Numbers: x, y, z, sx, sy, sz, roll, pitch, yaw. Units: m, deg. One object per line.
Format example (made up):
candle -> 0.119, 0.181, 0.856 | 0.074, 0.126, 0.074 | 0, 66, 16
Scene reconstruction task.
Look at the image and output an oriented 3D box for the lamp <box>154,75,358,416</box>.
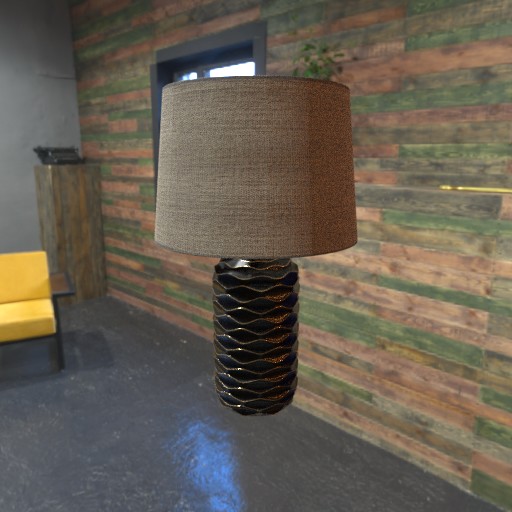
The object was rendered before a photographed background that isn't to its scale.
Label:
lamp -> 0.000, 0.000, 0.847 | 0.376, 0.594, 0.376 | 0, 12, 0
